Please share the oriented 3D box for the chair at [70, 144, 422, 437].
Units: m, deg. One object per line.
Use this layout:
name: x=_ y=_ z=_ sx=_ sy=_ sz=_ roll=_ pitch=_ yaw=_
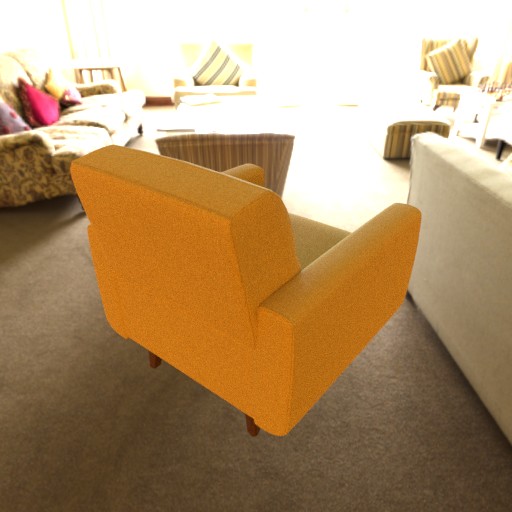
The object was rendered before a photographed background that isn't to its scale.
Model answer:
chair: x=0.000 y=0.000 z=1.542 sx=0.831 sy=0.841 sz=0.909 roll=22 pitch=37 yaw=32
